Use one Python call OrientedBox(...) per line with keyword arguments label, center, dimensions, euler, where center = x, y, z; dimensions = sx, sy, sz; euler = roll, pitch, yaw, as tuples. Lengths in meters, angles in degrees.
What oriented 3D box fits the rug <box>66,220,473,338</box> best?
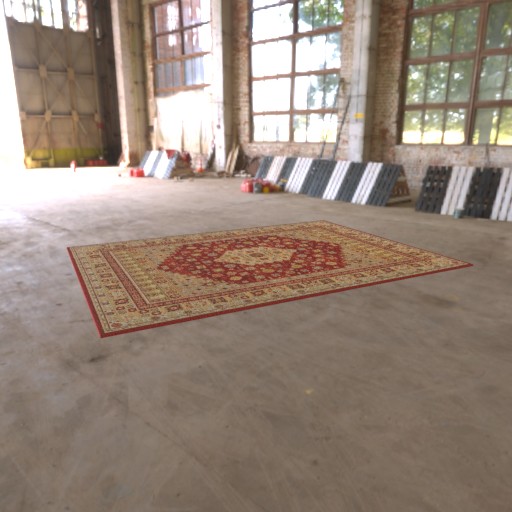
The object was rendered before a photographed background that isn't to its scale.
OrientedBox(label="rug", center=(0.000, 0.000, 2.946), dimensions=(2.211, 0.013, 1.593), euler=(-8, 17, -26))
